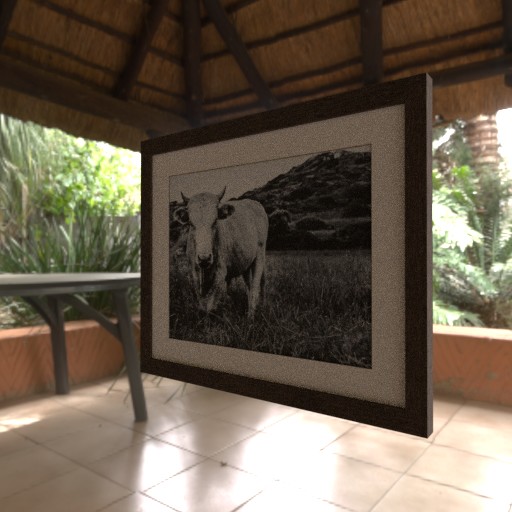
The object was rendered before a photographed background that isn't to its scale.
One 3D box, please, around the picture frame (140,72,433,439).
[{"bbox_3d":[0.000,0.000,0.722,0.546,0.455,0.026,0,0,36],"label":"picture frame"}]
